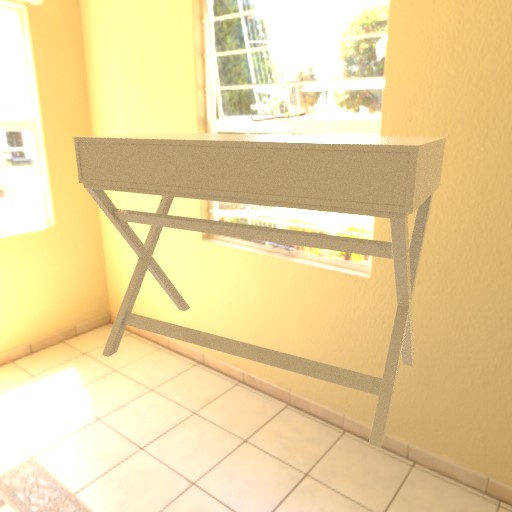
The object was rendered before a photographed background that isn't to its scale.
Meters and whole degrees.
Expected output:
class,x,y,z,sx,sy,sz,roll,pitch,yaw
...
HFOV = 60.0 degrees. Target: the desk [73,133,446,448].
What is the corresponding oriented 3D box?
class,x,y,z,sx,sy,sz,roll,pitch,yaw
desk,0.000,0.000,1.506,1.059,0.780,0.509,9,19,27
